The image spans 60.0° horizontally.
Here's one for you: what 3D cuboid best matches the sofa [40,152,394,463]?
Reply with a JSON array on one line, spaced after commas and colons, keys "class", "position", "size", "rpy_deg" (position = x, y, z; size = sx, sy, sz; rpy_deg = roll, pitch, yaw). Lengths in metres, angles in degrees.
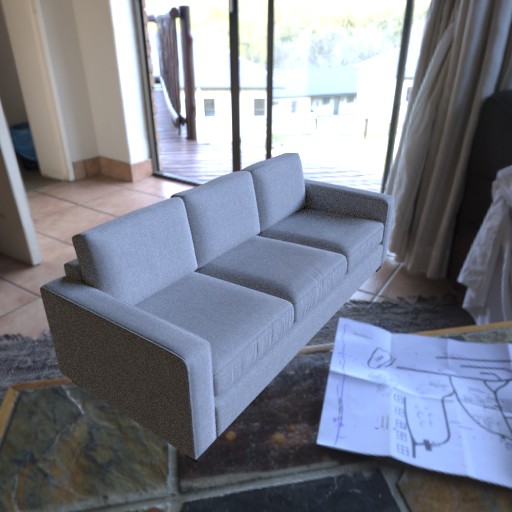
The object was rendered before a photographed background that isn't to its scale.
[{"class": "sofa", "position": [0.000, 0.000, 2.572], "size": [0.900, 0.800, 2.120], "rpy_deg": [17, 31, 31]}]
